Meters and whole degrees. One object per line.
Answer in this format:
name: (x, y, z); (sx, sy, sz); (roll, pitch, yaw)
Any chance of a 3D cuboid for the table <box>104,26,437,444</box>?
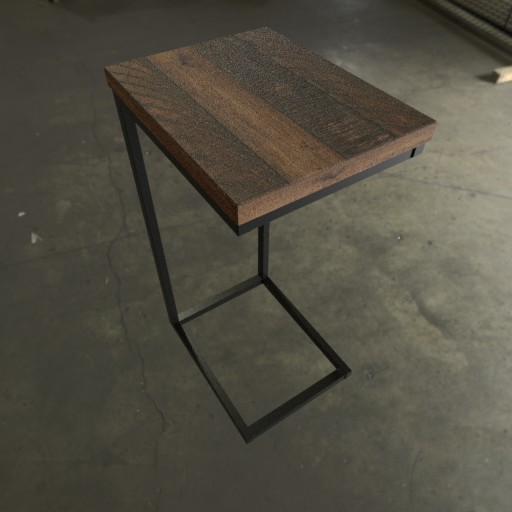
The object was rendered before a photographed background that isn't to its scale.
table: (0.000, 0.000, 0.923); (0.323, 0.718, 0.414); (-26, 52, -22)
